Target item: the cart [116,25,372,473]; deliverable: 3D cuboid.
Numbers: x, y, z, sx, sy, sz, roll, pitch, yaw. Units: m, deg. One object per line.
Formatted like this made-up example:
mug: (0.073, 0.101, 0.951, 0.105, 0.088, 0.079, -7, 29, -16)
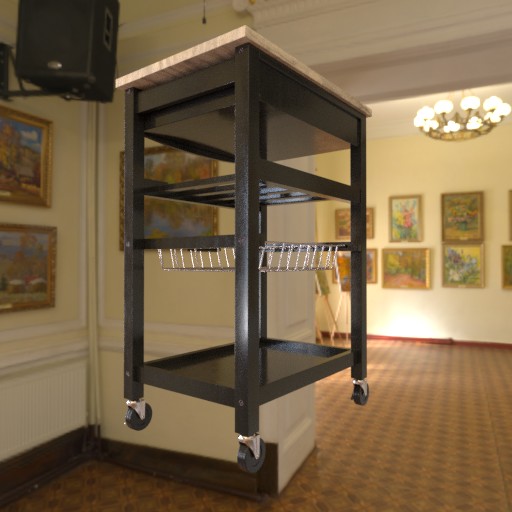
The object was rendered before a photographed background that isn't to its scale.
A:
cart: (0.000, 0.000, 1.162, 0.403, 0.839, 0.584, -1, -1, 38)
